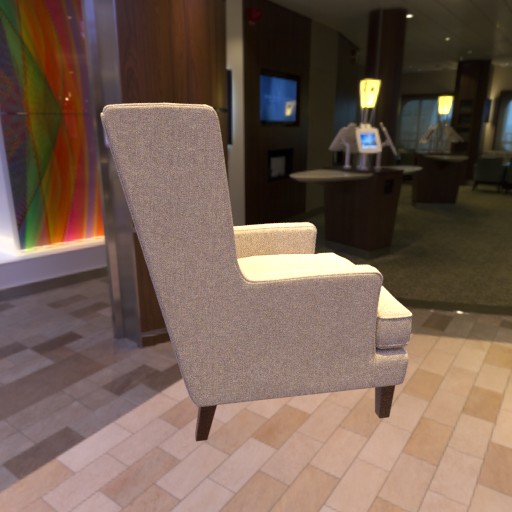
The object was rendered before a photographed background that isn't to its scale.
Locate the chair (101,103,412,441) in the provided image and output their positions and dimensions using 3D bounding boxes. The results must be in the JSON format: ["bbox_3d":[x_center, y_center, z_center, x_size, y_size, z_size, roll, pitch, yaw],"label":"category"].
[{"bbox_3d":[0.000,0.000,1.710,0.948,1.082,0.764,-3,17,-10],"label":"chair"}]
